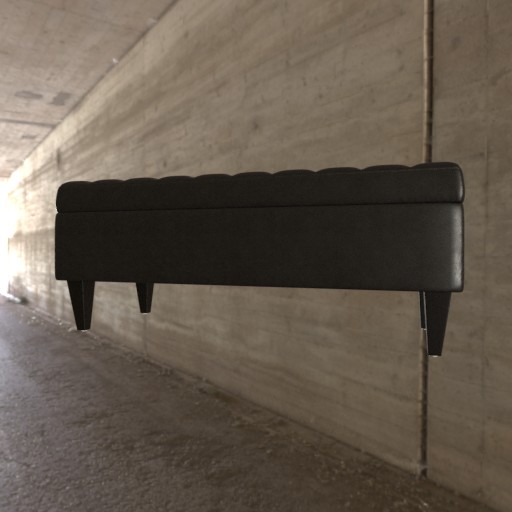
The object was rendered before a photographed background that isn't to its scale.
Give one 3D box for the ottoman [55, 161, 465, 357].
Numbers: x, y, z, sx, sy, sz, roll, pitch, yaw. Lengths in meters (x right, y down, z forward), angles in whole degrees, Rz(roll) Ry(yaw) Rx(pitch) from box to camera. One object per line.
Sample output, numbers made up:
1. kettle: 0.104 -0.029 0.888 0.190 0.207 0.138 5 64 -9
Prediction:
1. ottoman: 0.000 0.000 1.398 1.151 0.469 0.482 1 2 18
